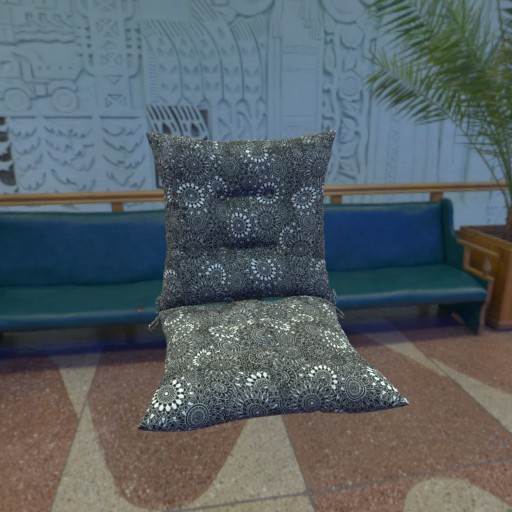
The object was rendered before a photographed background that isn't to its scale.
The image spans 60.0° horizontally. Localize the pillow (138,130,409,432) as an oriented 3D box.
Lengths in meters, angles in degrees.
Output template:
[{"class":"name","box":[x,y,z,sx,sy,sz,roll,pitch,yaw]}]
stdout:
[{"class":"pillow","box":[0.000,0.000,1.013,0.541,0.536,0.585,-2,18,-8]}]
